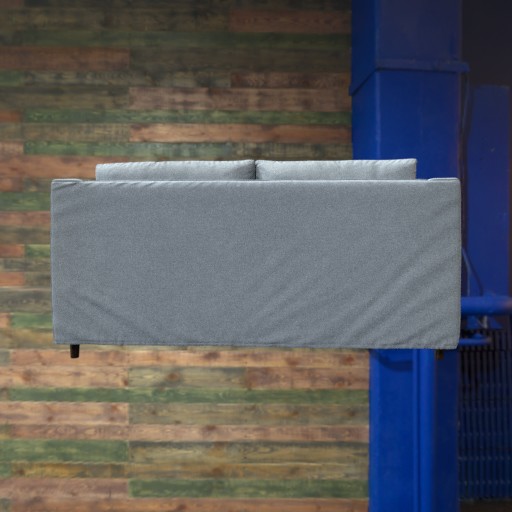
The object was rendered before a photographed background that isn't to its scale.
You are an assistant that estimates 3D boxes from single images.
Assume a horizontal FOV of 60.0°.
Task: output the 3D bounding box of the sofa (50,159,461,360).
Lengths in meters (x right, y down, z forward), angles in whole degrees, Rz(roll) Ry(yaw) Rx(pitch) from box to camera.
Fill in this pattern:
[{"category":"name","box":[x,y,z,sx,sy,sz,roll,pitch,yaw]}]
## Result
[{"category":"sofa","box":[0.000,0.000,2.651,2.010,1.018,1.072,0,0,1]}]
